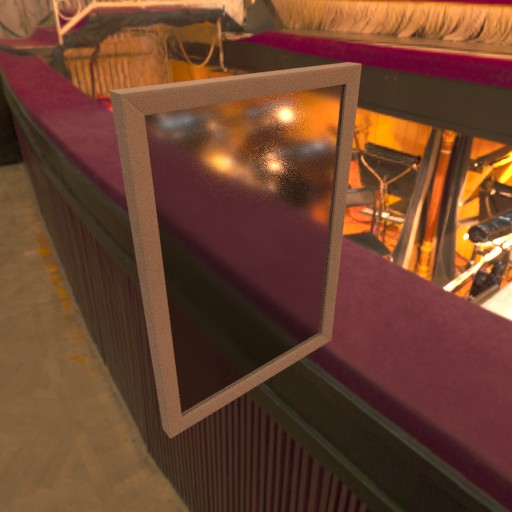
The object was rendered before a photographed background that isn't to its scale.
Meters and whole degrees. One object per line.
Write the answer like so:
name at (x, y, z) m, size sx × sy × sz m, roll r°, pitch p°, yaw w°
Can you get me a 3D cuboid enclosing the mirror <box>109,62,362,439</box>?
mirror at (0.000, 0.000, 0.929) m, size 0.507 × 0.710 × 0.040 m, roll -22°, pitch 37°, yaw -33°
